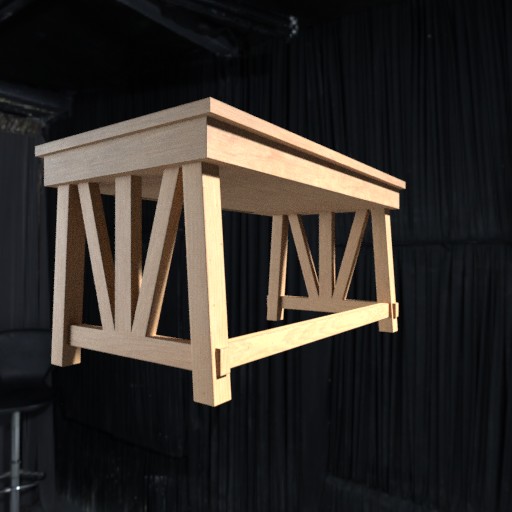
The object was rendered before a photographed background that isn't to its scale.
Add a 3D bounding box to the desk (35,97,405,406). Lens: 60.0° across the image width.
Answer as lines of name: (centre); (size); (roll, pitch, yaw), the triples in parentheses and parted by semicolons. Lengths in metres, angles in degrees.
desk: (0.000, 0.000, 1.910); (0.813, 0.762, 1.499); (0, 0, 36)
